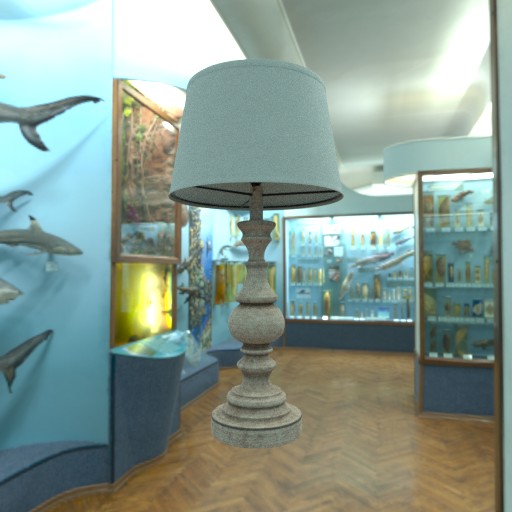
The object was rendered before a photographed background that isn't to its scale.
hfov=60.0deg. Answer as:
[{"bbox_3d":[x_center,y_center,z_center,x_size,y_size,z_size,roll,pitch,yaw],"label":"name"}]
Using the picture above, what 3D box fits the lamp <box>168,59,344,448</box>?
[{"bbox_3d":[0.000,0.000,0.871,0.340,0.678,0.340,0,-2,0],"label":"lamp"}]
